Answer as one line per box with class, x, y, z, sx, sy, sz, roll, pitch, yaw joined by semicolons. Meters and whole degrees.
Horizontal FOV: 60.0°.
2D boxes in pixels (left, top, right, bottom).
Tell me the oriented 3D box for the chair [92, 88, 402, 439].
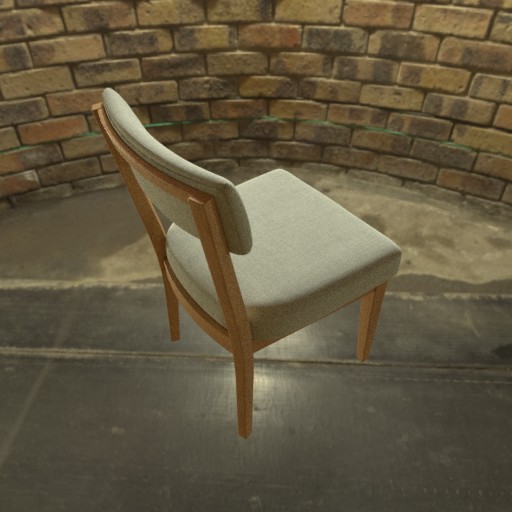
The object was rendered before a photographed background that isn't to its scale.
chair;0.000;0.000;1.156;0.572;0.832;0.508;-25;47;-26
